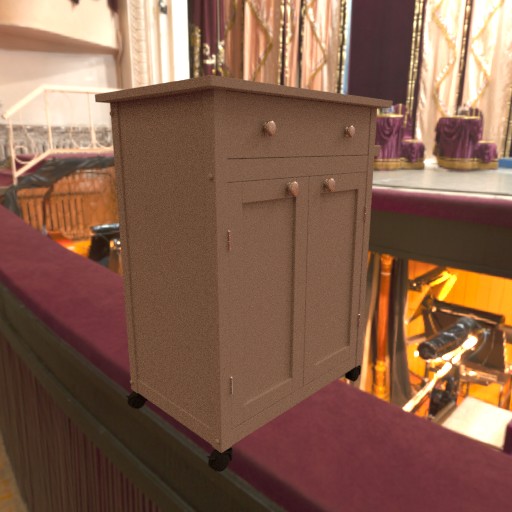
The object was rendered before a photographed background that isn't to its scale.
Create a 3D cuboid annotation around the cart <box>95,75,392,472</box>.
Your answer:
[{"bbox_3d":[0.000,0.000,1.282,0.442,0.864,0.683,13,19,43],"label":"cart"}]
